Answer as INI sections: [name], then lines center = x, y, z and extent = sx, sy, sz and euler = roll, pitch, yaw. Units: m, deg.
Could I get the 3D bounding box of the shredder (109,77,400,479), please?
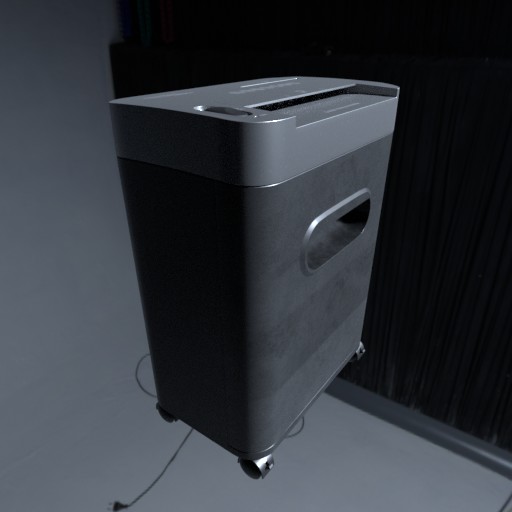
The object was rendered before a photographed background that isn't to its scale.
[shredder]
center = 0.000, 0.000, 0.584
extent = 0.237, 0.419, 0.311
euler = 19, 32, 32
